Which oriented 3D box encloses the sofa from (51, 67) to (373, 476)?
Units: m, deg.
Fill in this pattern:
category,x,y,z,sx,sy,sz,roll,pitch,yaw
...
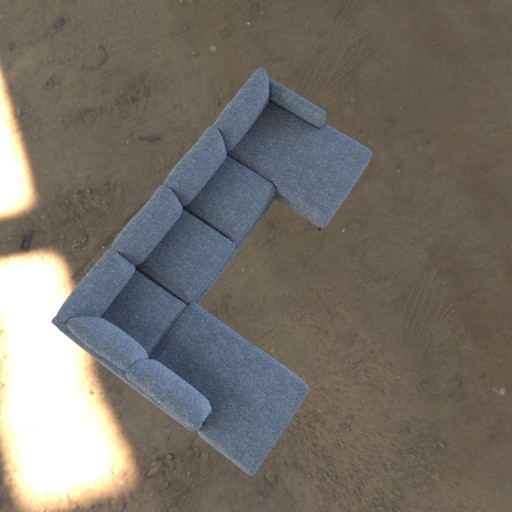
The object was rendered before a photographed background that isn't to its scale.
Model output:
category,x,y,z,sx,sy,sz,roll,pitch,yaw
sofa,0.000,0.000,3.607,1.879,0.756,2.737,34,77,9
